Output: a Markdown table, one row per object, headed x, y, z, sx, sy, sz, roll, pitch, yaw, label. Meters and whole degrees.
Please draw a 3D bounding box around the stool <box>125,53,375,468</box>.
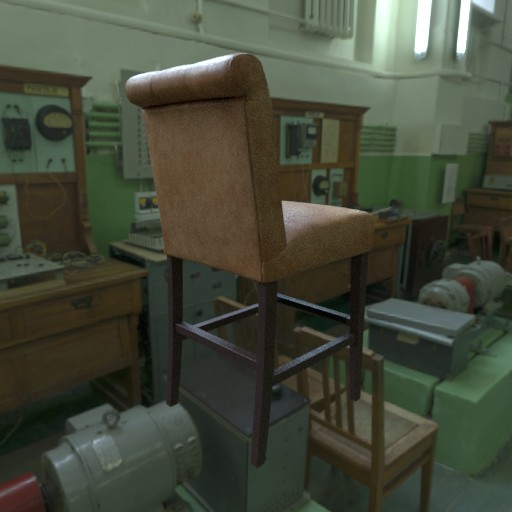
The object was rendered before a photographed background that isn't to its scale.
| x | y | z | sx | sy | sz | roll | pitch | yaw | label |
| --- | --- | --- | --- | --- | --- | --- | --- | --- | --- |
| 0.000 | 0.000 | 1.378 | 0.601 | 1.047 | 0.493 | -13 | 19 | -43 | stool |
